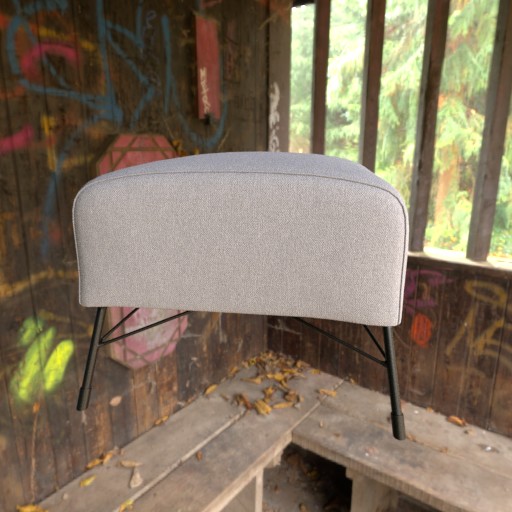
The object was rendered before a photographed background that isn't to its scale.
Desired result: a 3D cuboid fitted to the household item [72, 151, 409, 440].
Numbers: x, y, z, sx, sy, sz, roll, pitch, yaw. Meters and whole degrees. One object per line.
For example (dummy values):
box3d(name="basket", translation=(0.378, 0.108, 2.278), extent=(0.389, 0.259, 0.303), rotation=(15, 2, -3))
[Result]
box3d(name="household item", translation=(0.000, 0.000, 0.896), extent=(0.530, 0.410, 0.530), rotation=(2, 15, 8))
